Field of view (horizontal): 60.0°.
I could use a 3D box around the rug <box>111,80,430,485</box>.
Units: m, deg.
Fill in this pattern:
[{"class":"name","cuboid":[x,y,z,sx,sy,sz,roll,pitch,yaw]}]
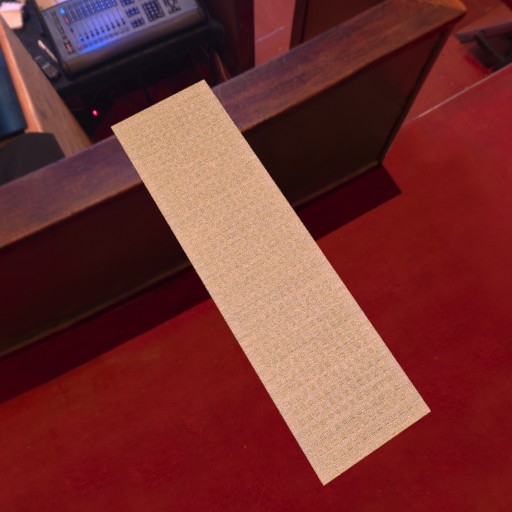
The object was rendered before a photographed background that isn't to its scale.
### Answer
[{"class":"rug","cuboid":[0.000,0.000,2.600,0.686,0.006,2.437,-30,76,-8]}]
